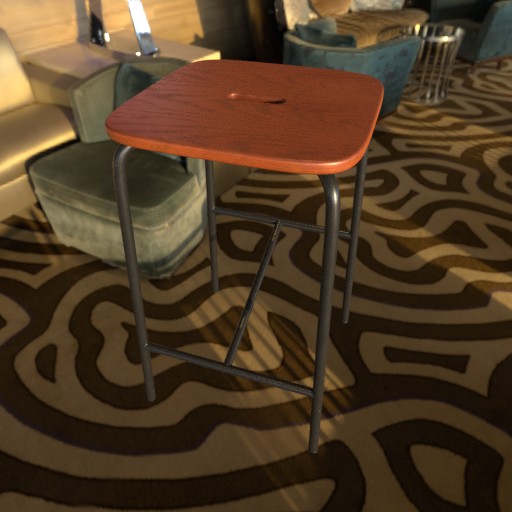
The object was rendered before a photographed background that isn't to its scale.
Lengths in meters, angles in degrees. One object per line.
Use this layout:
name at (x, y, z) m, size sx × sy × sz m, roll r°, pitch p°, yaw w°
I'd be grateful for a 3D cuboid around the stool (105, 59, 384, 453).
stool at (0.000, 0.000, 0.856) m, size 0.376 × 0.610 × 0.376 m, roll 12°, pitch 41°, yaw 14°
